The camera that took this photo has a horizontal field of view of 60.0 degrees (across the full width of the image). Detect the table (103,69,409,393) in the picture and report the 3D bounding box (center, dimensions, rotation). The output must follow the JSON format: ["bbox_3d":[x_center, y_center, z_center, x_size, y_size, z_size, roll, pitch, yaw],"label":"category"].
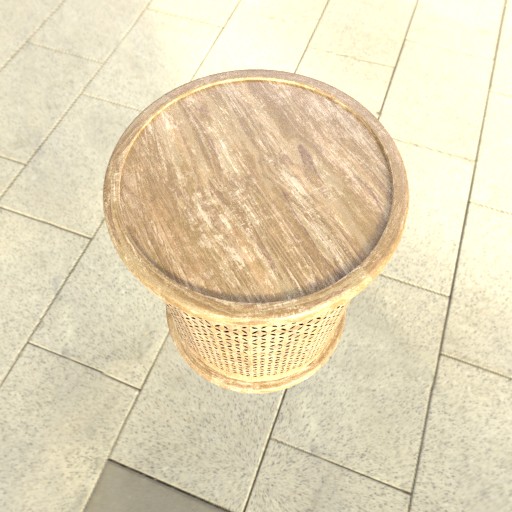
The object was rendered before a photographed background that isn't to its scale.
[{"bbox_3d":[0.000,0.000,0.802,0.407,0.482,0.407,0,63,0],"label":"table"}]
